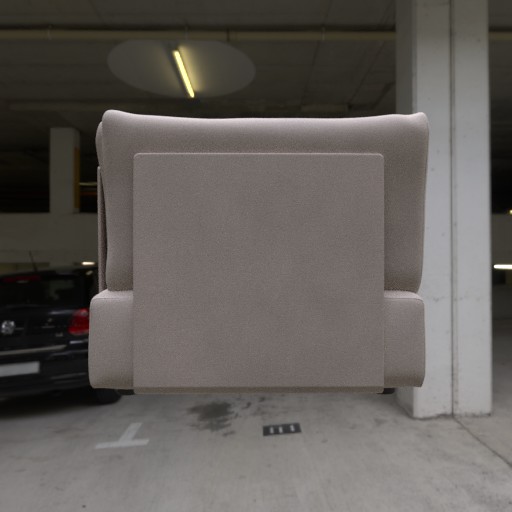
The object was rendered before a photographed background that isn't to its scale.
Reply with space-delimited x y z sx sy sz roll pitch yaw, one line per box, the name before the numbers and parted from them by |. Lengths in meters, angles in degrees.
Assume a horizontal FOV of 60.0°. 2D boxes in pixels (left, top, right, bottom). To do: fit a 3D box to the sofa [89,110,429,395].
sofa | 0.000 0.000 1.723 1.000 0.820 1.000 0 -1 -1
